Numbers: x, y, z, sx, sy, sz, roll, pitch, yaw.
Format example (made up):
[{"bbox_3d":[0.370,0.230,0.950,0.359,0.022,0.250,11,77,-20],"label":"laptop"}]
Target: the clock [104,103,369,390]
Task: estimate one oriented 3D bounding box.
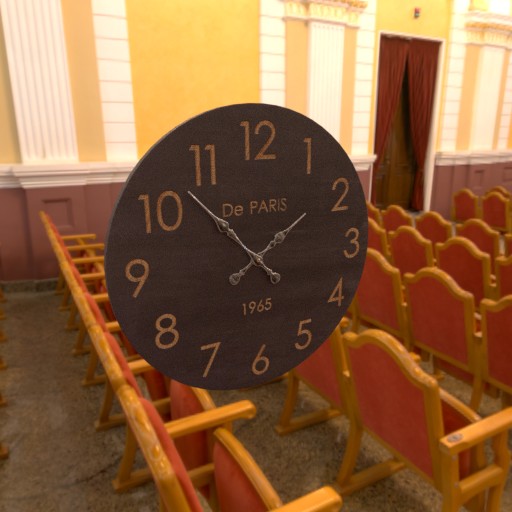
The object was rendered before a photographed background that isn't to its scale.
[{"bbox_3d":[0.000,0.000,0.911,0.595,0.595,0.029,-8,18,-27],"label":"clock"}]
